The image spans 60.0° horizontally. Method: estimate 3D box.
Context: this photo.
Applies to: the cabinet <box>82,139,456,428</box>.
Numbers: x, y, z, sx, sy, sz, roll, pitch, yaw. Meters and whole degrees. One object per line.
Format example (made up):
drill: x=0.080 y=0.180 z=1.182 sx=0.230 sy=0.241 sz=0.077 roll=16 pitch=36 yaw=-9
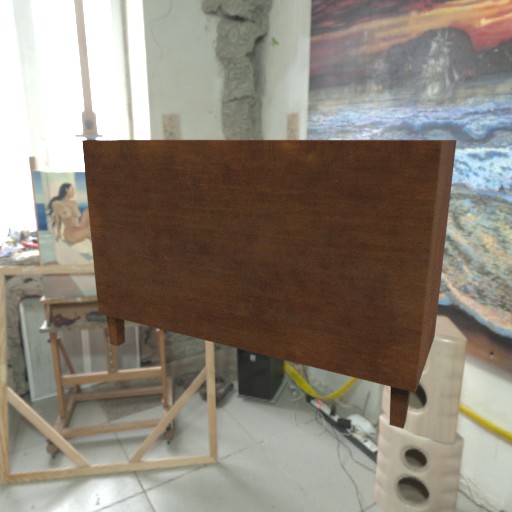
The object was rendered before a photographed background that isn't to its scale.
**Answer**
cabinet: x=0.000 y=0.000 z=1.589 sx=1.204 sy=0.805 sz=0.403 roll=8 pitch=17 yaw=27
